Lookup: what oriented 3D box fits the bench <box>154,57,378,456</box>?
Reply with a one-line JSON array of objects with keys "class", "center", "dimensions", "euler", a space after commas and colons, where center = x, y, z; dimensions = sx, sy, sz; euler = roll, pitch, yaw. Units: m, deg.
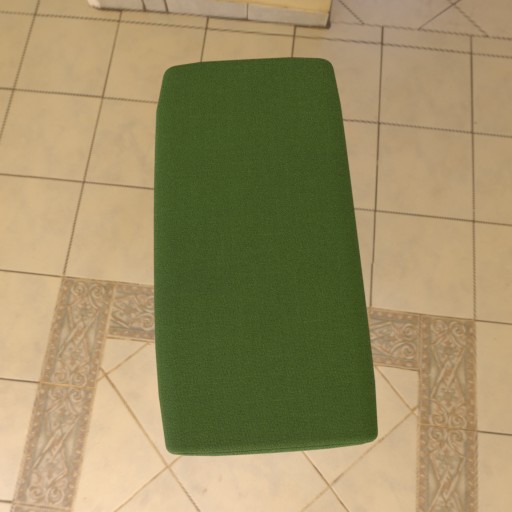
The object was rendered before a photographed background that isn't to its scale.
[{"class": "bench", "center": [0.000, 0.000, 1.285], "dimensions": [0.505, 0.501, 0.989], "euler": [-3, 75, -1]}]
